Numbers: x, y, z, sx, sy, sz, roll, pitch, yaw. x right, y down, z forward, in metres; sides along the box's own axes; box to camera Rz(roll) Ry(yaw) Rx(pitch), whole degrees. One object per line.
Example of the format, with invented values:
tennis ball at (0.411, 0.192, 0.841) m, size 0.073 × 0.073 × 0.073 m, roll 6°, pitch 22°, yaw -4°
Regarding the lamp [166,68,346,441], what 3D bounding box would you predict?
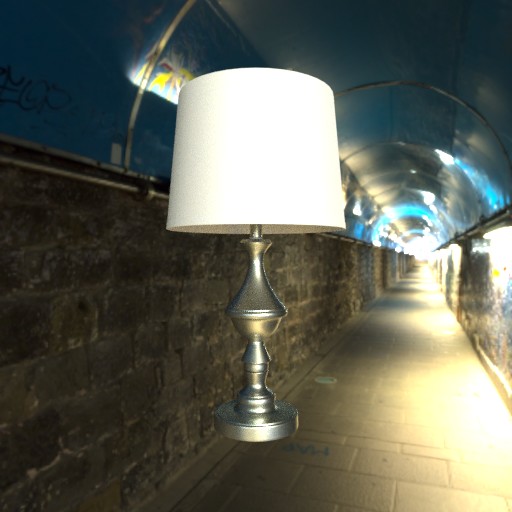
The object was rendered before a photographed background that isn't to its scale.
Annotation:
lamp at (0.000, 0.000, 0.966) m, size 0.383 × 0.733 × 0.383 m, roll 0°, pitch 0°, yaw 0°
